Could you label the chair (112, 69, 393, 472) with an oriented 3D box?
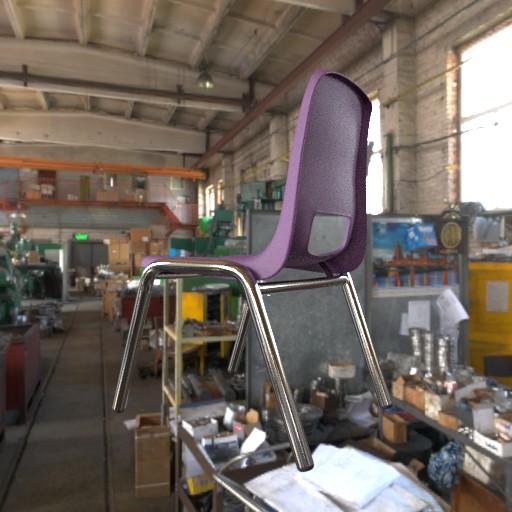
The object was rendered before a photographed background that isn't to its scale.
[{"bbox_3d":[0.000,0.000,0.842,0.419,0.584,0.356,0,1,37],"label":"chair"}]
